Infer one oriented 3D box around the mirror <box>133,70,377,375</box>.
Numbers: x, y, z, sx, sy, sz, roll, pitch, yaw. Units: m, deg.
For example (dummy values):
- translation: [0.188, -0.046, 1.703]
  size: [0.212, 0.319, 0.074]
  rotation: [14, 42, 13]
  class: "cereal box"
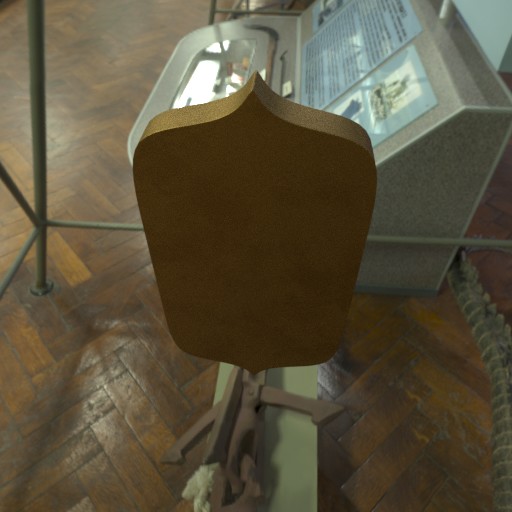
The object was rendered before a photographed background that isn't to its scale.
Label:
- translation: [0.000, 0.000, 0.734]
  size: [0.323, 0.613, 0.096]
  rotation: [4, 46, 3]
  class: "mirror"
